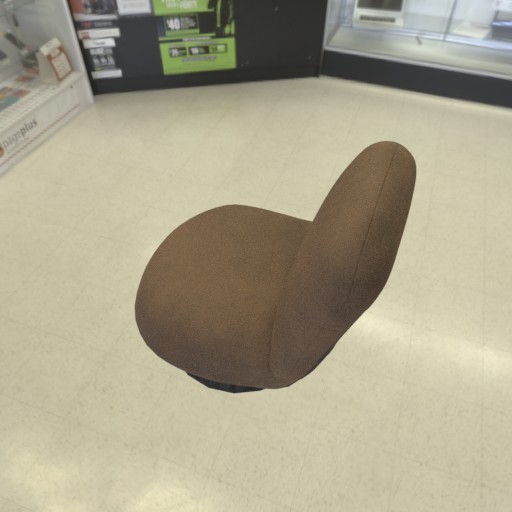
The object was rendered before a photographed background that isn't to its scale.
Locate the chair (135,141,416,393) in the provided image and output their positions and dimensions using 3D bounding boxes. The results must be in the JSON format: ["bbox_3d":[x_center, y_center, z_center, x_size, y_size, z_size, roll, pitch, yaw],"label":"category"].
[{"bbox_3d":[0.000,0.000,1.047,0.597,0.594,0.521,17,49,15],"label":"chair"}]
